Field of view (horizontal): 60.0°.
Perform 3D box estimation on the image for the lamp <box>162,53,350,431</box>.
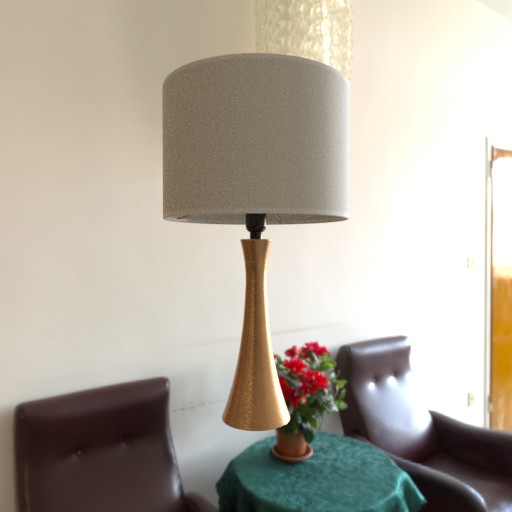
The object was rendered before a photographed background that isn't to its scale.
[{"bbox_3d":[0.000,0.000,0.654,0.268,0.479,0.268,0,1,19],"label":"lamp"}]
